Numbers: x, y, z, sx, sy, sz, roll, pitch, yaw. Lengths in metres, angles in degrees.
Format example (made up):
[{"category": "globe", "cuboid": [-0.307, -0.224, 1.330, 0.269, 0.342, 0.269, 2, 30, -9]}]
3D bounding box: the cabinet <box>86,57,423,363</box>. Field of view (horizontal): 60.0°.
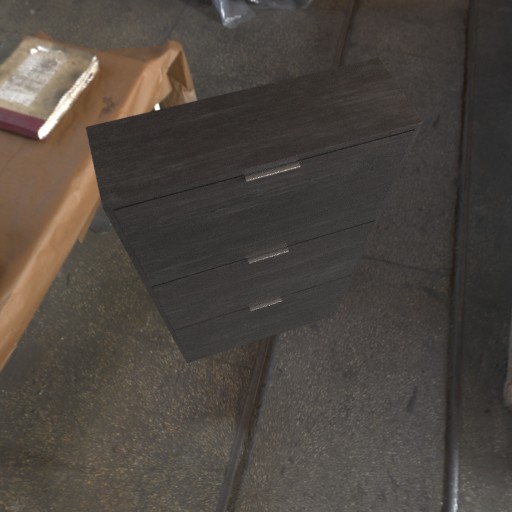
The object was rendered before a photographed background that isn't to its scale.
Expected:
[{"category": "cabinet", "cuboid": [0.000, 0.000, 1.593, 0.750, 1.280, 0.250, -17, 63, -9]}]
